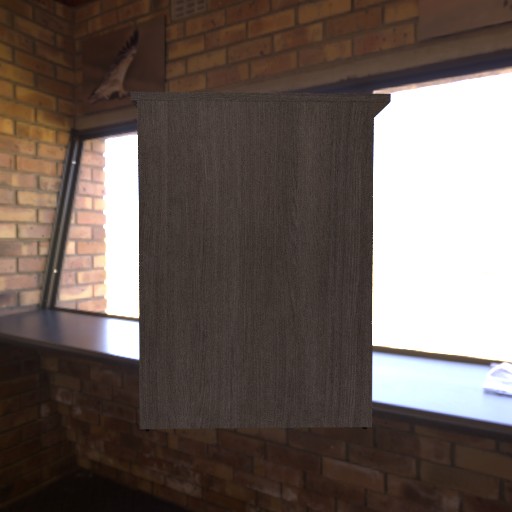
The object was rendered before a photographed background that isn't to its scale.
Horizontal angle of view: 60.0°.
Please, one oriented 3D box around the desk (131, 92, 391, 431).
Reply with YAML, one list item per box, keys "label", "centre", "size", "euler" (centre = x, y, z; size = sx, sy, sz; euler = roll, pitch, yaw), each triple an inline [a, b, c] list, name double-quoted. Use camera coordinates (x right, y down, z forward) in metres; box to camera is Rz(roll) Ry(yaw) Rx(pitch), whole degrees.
- label: "desk"
  centre: [0.000, 0.000, 1.510]
  size: [0.560, 0.735, 1.097]
  euler: [0, 2, -1]
